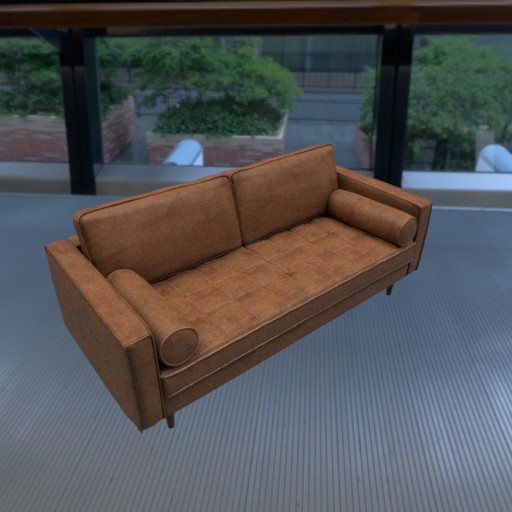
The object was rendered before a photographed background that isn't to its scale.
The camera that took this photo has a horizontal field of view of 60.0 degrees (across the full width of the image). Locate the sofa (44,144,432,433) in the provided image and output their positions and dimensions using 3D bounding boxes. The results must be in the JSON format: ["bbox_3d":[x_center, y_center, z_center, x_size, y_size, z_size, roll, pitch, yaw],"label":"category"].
[{"bbox_3d":[0.000,0.000,2.423,1.920,0.825,0.924,-23,38,-32],"label":"sofa"}]
